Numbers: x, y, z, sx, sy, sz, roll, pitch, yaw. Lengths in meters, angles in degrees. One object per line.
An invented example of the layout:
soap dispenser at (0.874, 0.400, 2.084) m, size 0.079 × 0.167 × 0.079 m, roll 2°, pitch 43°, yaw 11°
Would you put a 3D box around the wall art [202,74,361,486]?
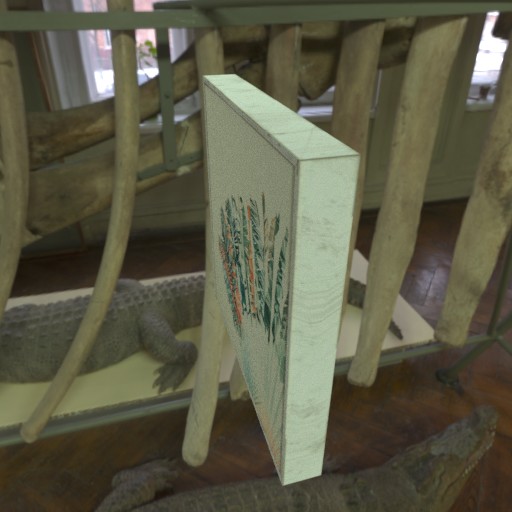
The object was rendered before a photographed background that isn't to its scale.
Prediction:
wall art at (0.000, 0.000, 0.453) m, size 0.038 × 0.303 × 0.305 m, roll -8°, pitch 32°, yaw -14°
